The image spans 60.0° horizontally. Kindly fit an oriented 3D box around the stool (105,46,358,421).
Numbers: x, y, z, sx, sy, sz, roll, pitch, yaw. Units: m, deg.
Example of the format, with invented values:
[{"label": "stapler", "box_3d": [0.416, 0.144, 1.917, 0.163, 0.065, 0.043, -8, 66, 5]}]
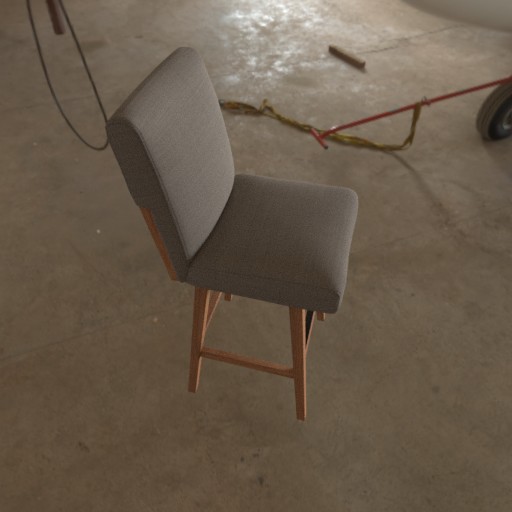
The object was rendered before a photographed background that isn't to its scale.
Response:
[{"label": "stool", "box_3d": [0.000, 0.000, 1.407, 0.570, 1.112, 0.483, 11, 47, 10]}]
